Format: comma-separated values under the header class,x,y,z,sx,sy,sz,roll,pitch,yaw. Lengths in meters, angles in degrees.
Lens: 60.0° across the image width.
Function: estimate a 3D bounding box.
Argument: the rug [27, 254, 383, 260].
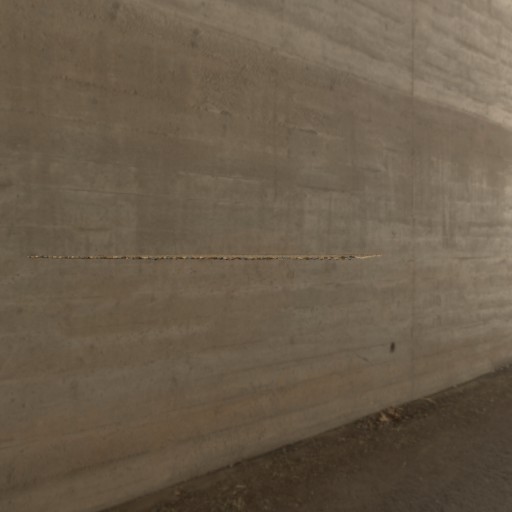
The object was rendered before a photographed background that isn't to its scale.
class,x,y,z,sx,sy,sz,roll,pitch,yaw
rug,0.000,0.000,2.348,1.218,0.017,1.861,0,0,19
